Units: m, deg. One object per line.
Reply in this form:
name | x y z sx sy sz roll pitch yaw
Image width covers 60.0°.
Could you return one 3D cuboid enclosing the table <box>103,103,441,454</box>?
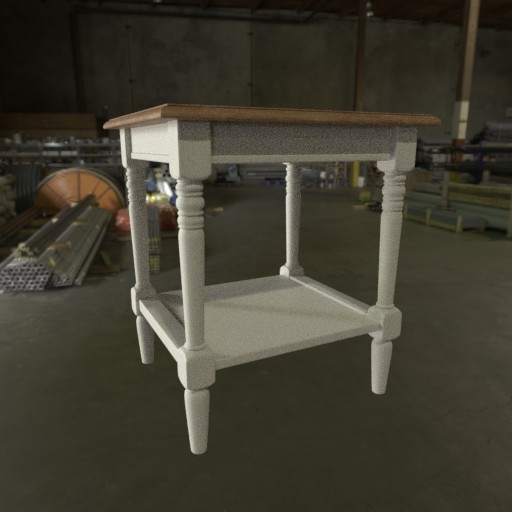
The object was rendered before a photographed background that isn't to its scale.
table | 0.000 0.000 0.939 0.508 0.561 0.457 -7 16 -26
